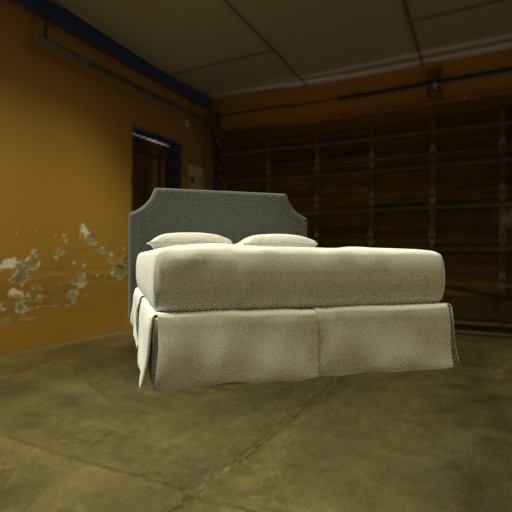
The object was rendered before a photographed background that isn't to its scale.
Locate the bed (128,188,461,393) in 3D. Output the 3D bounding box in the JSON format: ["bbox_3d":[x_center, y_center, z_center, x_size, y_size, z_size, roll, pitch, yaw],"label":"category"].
[{"bbox_3d":[0.000,0.000,3.340,1.811,1.296,2.259,0,0,-17],"label":"bed"}]
